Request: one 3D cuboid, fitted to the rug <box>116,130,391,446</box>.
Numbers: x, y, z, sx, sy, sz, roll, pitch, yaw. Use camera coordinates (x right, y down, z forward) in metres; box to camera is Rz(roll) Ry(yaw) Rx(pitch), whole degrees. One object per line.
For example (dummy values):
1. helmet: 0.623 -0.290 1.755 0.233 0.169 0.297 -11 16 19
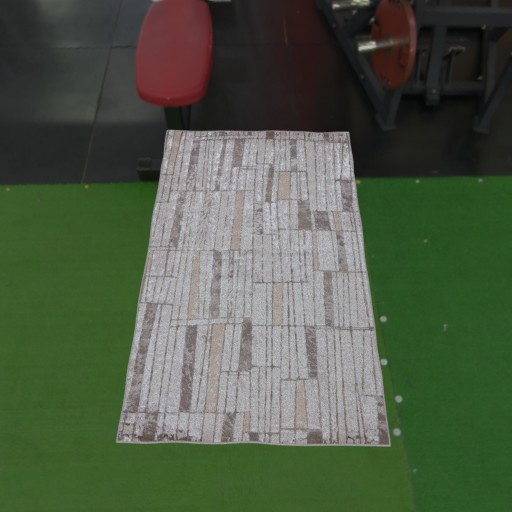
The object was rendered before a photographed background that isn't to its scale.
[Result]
1. rug: 0.000 0.000 3.084 1.531 0.023 2.444 1 59 0
